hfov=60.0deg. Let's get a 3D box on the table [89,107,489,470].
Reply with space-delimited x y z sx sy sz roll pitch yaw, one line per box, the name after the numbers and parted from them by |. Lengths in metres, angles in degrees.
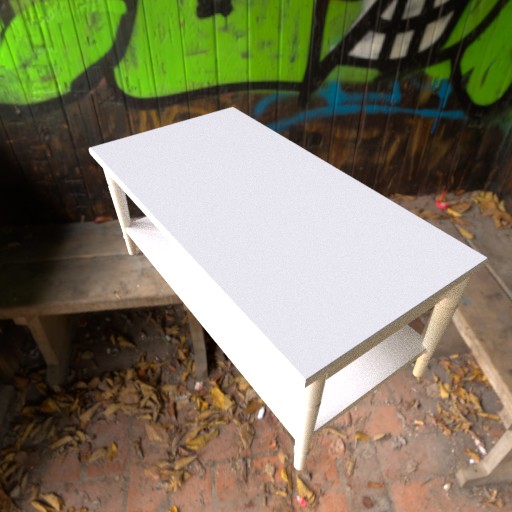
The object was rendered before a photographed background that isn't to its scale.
0.000 0.000 1.375 0.559 0.457 1.067 -25 47 -26 | table
